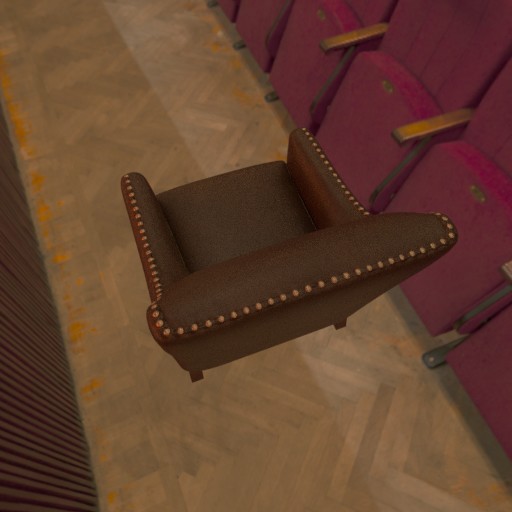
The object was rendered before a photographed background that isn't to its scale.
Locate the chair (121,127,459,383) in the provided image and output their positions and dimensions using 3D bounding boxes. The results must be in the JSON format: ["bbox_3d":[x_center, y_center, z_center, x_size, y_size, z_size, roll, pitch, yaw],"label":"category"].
[{"bbox_3d":[0.000,0.000,1.310,0.639,0.813,0.704,-18,59,-11],"label":"chair"}]
